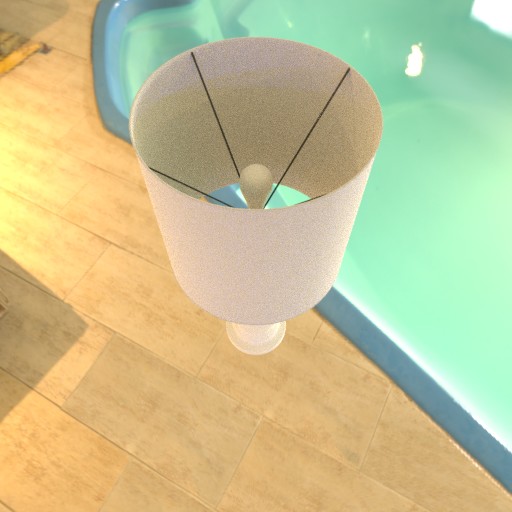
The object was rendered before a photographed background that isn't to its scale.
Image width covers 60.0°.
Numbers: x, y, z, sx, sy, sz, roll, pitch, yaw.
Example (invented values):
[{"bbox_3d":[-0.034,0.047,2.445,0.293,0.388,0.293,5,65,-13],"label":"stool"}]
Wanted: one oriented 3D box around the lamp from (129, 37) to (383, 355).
[{"bbox_3d":[0.000,0.000,0.560,0.208,0.455,0.208,30,63,17],"label":"lamp"}]
